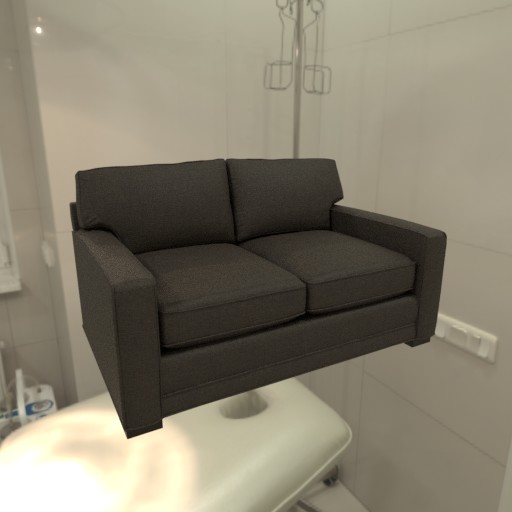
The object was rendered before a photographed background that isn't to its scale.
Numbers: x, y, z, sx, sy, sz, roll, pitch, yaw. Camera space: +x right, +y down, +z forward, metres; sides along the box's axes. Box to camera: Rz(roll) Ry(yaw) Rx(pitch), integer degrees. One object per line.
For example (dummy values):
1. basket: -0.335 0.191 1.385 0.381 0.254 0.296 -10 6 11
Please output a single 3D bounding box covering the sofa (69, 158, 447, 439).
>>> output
1. sofa: 0.000 0.000 2.142 1.534 0.887 0.974 -9 18 -28
